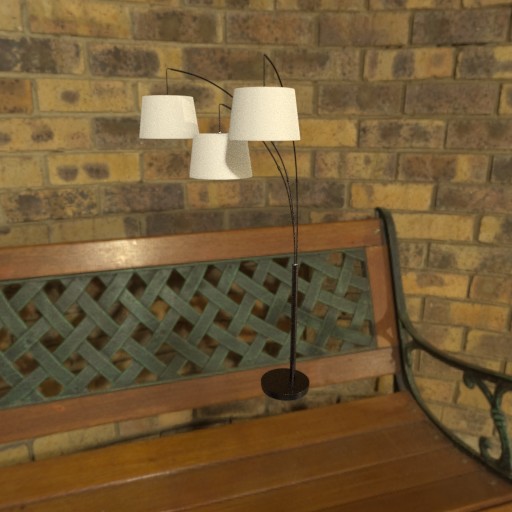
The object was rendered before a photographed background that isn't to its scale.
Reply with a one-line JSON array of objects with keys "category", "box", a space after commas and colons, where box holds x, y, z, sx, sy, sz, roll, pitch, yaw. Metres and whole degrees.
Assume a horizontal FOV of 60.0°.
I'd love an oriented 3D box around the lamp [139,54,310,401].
[{"category": "lamp", "box": [0.000, 0.000, 2.479, 0.951, 1.950, 0.924, 14, 21, 41]}]
